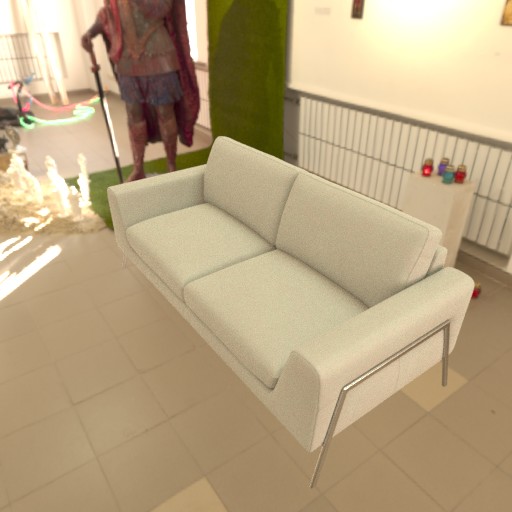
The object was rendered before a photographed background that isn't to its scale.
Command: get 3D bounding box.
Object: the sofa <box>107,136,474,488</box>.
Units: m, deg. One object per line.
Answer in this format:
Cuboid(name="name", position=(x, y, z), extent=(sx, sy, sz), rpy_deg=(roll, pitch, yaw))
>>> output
Cuboid(name="sofa", position=(0.000, 0.000, 2.482), extent=(0.953, 0.875, 2.017), rpy_deg=(-21, 37, -30))
